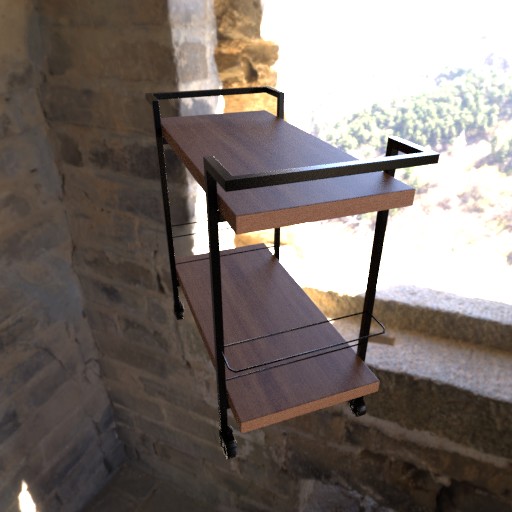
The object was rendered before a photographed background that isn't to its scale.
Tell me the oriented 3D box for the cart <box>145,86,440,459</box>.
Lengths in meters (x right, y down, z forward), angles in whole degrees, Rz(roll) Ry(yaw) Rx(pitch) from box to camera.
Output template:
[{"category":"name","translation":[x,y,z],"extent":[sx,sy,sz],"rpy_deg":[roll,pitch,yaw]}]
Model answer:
[{"category":"cart","translation":[0.000,0.000,1.236],"extent":[0.406,0.762,0.806],"rpy_deg":[-10,31,-18]}]
